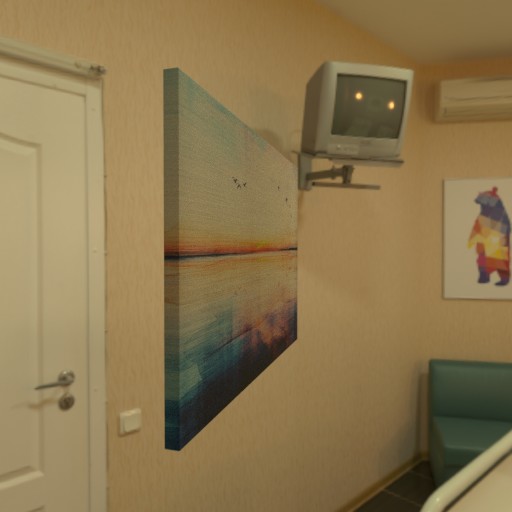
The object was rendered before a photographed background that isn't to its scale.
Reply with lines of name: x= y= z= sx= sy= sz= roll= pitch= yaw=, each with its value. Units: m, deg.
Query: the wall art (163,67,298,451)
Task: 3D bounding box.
wall art: x=0.000 y=0.000 z=0.754 sx=0.018 sy=0.402 sz=0.604 roll=0 pitch=1 yaw=17
